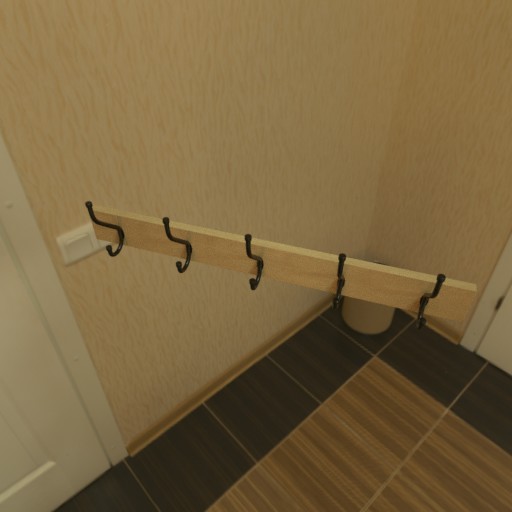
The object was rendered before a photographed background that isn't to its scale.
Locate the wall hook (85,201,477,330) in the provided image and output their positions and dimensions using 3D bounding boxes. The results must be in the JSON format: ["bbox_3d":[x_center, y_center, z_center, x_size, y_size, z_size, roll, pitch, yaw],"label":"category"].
[{"bbox_3d":[0.000,0.000,0.613,0.571,0.117,0.071,12,42,14],"label":"wall hook"}]
